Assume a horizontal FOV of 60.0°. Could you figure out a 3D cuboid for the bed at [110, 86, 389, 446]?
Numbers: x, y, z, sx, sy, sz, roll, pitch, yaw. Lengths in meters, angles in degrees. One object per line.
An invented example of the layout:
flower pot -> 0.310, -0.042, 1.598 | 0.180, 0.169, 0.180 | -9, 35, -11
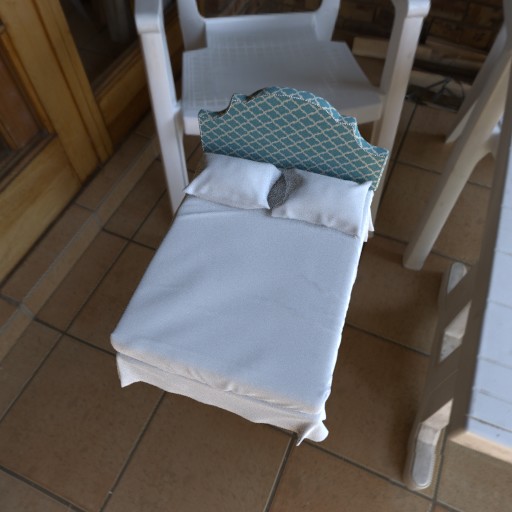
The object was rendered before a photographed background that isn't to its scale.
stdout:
bed -> 0.000, 0.000, 3.427 | 1.780, 1.633, 2.222 | 15, 59, 9
